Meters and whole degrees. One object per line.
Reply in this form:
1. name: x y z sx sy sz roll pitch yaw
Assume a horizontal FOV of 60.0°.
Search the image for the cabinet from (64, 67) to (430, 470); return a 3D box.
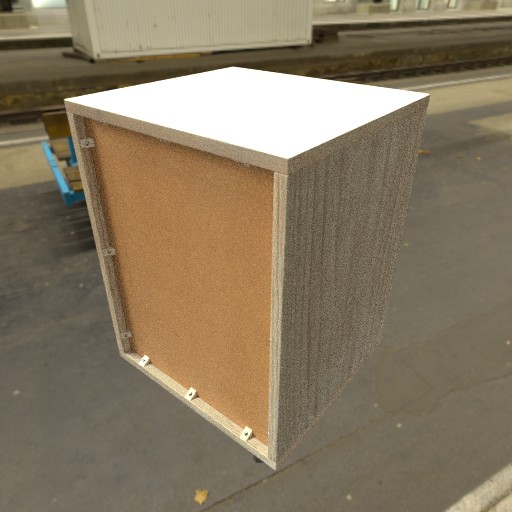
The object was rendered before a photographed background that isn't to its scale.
1. cabinet: 0.000 0.000 0.832 0.409 0.579 0.401 23 39 32
